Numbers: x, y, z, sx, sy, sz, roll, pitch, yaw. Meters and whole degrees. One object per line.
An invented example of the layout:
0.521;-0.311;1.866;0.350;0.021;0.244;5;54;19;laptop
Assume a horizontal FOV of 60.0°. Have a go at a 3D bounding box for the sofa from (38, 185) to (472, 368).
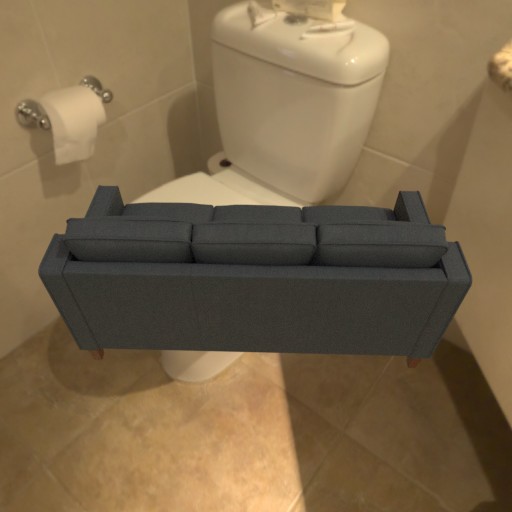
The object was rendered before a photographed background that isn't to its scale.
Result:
0.000;0.000;2.565;1.986;0.974;0.911;1;46;1;sofa
